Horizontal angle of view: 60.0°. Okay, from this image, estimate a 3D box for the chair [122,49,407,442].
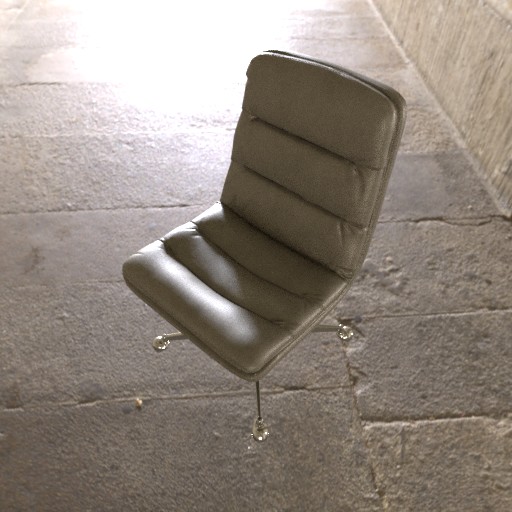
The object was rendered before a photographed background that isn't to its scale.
[{"bbox_3d":[0.000,0.000,1.014,0.422,0.738,0.485,33,56,26],"label":"chair"}]
